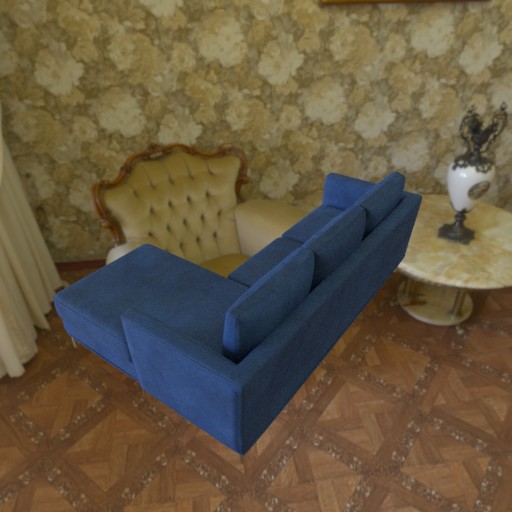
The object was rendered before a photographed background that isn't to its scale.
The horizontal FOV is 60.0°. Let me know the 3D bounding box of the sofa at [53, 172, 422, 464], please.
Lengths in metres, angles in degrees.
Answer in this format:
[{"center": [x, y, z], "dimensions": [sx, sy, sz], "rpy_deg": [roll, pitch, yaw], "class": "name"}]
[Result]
[{"center": [0.000, 0.000, 3.337], "dimensions": [1.622, 0.987, 2.438], "rpy_deg": [22, 39, 29], "class": "sofa"}]
